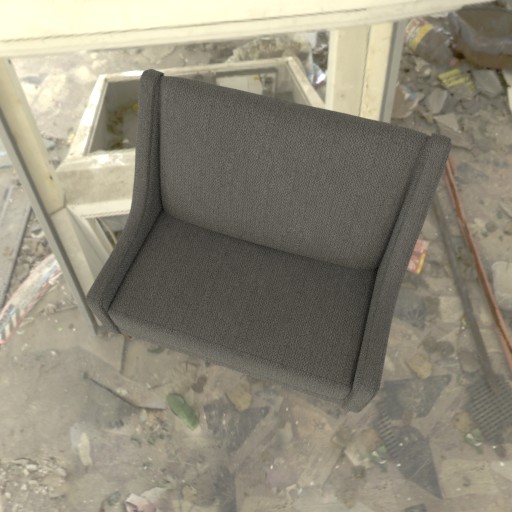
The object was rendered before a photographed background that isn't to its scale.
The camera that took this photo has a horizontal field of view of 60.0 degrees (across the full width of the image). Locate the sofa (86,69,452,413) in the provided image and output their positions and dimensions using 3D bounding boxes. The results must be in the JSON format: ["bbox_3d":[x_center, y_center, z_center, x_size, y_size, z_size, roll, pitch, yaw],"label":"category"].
[{"bbox_3d":[0.000,0.000,1.911,1.242,1.022,0.873,16,61,9],"label":"sofa"}]
